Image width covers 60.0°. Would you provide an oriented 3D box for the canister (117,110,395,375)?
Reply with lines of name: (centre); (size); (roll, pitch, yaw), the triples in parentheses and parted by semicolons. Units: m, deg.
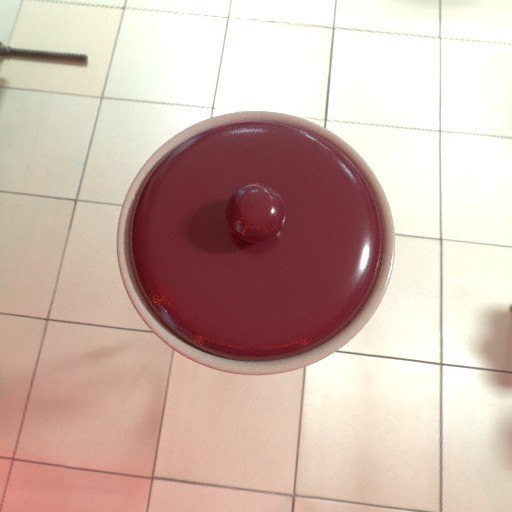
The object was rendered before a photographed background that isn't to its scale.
canister: (0.000, 0.000, 0.346); (0.182, 0.208, 0.182); (0, 74, 0)
